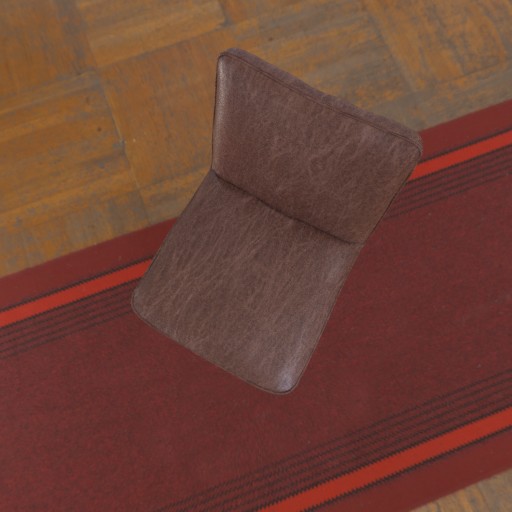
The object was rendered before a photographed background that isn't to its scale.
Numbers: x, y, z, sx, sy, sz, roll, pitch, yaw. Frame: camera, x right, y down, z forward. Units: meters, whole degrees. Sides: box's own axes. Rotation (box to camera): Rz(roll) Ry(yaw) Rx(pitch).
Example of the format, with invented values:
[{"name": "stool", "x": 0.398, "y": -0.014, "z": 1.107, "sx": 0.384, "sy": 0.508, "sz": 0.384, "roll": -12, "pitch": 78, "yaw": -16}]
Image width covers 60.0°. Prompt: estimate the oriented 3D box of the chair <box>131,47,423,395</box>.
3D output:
[{"name": "chair", "x": 0.000, "y": 0.000, "z": 1.241, "sx": 0.543, "sy": 0.803, "sz": 0.645, "roll": 24, "pitch": 76, "yaw": 6}]
